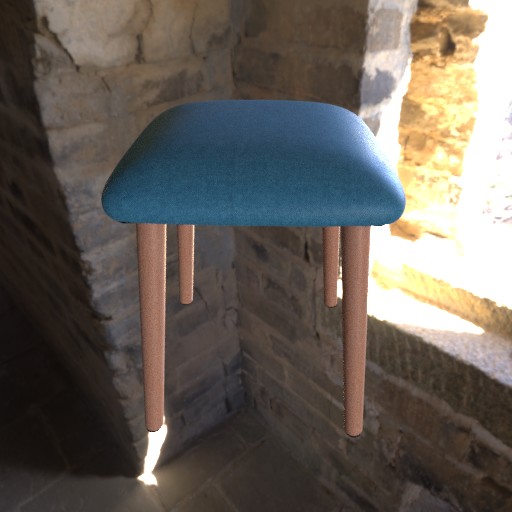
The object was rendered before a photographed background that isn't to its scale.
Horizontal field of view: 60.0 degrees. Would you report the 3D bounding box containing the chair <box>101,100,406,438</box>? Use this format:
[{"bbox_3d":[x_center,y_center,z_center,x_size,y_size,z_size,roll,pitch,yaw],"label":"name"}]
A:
[{"bbox_3d":[0.000,0.000,0.718,0.360,0.450,0.360,1,33,1],"label":"chair"}]
